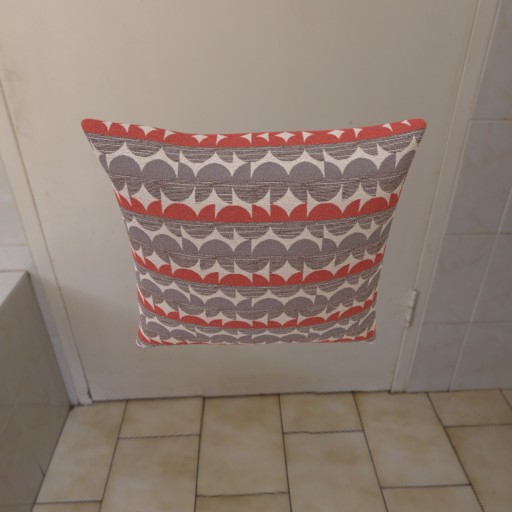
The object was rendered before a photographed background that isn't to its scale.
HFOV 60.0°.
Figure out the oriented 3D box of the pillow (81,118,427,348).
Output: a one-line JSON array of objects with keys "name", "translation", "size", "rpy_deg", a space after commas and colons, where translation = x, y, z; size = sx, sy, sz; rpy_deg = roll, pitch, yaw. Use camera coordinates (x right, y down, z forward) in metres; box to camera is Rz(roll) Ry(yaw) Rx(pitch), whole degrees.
[{"name": "pillow", "translation": [0.000, 0.000, 0.651], "size": [0.420, 0.410, 0.180], "rpy_deg": [0, 31, 0]}]
